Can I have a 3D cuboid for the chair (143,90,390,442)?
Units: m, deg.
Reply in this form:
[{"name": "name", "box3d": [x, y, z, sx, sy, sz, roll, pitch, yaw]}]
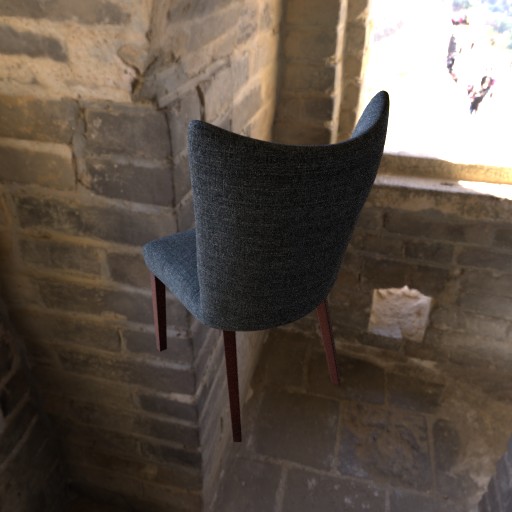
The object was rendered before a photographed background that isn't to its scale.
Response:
[{"name": "chair", "box3d": [0.000, 0.000, 1.298, 0.535, 0.924, 0.623, -19, 35, -29]}]
